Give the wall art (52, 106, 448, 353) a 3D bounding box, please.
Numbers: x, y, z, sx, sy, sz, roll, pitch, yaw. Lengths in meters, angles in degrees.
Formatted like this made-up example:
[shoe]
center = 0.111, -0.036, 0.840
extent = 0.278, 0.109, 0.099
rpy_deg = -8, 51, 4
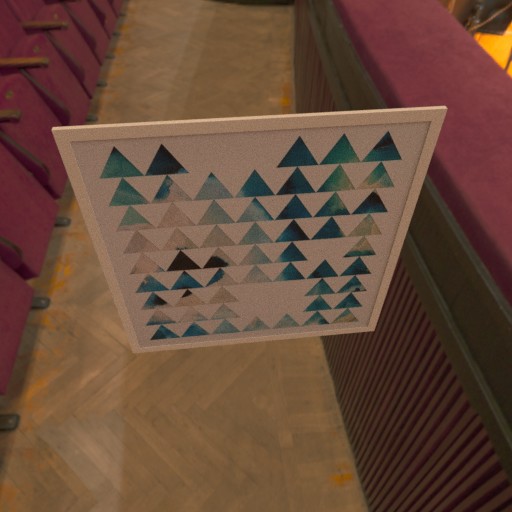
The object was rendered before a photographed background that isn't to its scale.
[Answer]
[wall art]
center = 0.000, 0.000, 1.195
extent = 0.809, 0.809, 0.012
rpy_deg = -4, 46, -4
